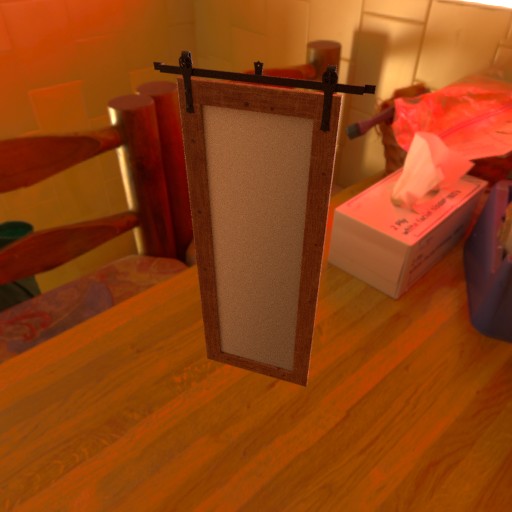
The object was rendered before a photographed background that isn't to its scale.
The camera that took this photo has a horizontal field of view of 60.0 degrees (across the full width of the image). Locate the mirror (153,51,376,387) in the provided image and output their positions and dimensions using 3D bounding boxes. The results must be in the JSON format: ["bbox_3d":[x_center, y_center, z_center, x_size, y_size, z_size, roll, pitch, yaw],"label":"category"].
[{"bbox_3d":[0.000,0.000,2.121,0.847,1.793,0.042,12,41,15],"label":"mirror"}]
